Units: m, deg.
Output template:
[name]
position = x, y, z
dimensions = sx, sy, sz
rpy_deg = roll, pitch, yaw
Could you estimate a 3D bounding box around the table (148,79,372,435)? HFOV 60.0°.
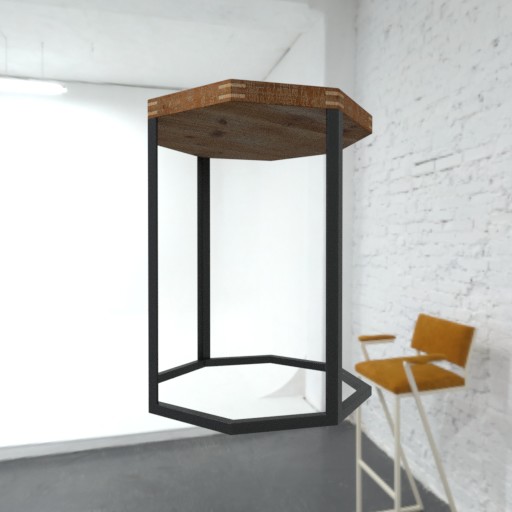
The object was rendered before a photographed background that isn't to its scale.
[table]
position = 0.000, 0.000, 0.900
dimensions = 0.458, 0.543, 0.458
rpy_deg = 0, 1, -35
